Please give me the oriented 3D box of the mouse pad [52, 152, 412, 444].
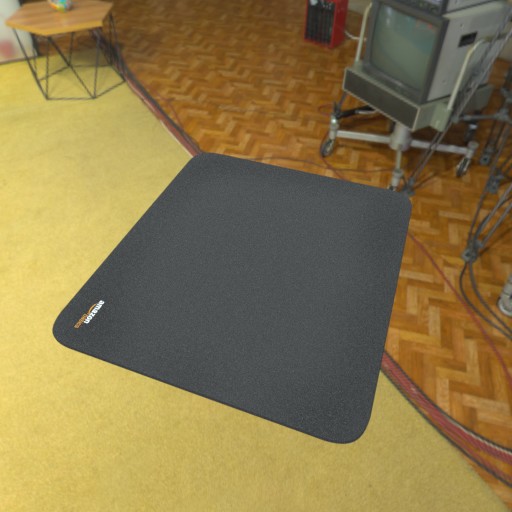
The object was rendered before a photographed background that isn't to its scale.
[{"bbox_3d":[0.000,0.000,0.328,0.203,0.003,0.229,15,48,14],"label":"mouse pad"}]
